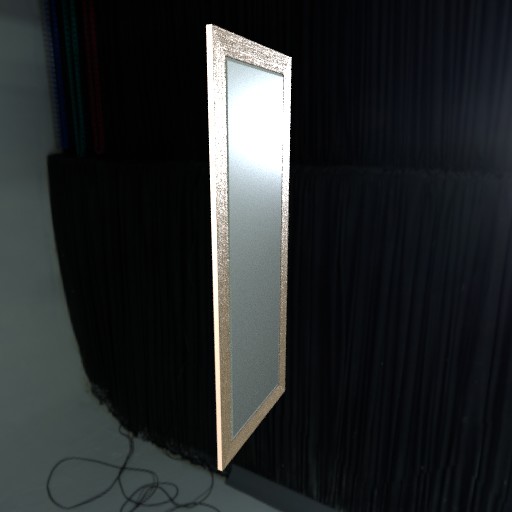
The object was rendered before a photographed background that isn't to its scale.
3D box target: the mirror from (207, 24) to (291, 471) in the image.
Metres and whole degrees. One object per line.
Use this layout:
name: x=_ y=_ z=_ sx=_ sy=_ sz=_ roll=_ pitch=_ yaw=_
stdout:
mirror: x=0.000 y=0.000 z=2.315 sx=0.026 sy=2.031 sz=0.812 roll=7 pitch=17 yaw=25
